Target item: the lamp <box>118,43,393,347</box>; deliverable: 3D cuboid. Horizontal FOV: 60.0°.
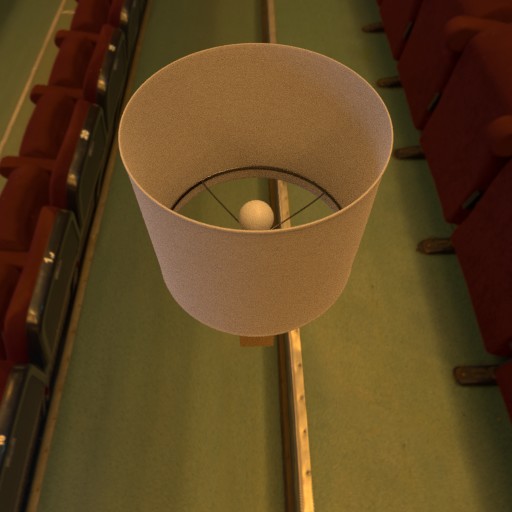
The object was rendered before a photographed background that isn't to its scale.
[{"bbox_3d":[0.000,0.000,0.548,0.229,0.417,0.229,-1,57,-1],"label":"lamp"}]
